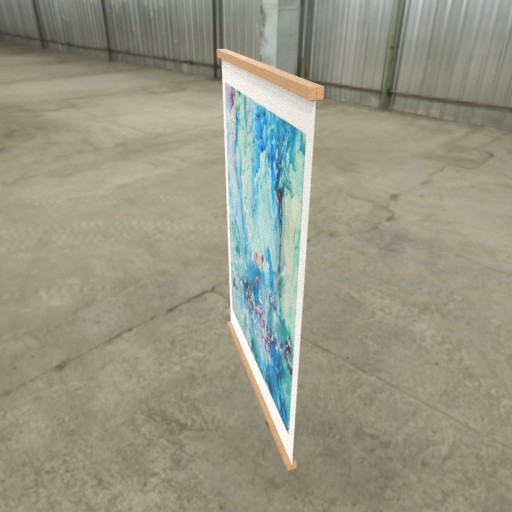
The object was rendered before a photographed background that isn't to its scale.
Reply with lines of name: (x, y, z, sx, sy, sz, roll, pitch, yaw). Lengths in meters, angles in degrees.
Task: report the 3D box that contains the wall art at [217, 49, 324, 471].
wall art: (0.000, 0.000, 0.760, 0.016, 0.611, 0.401, -9, 31, -15)
